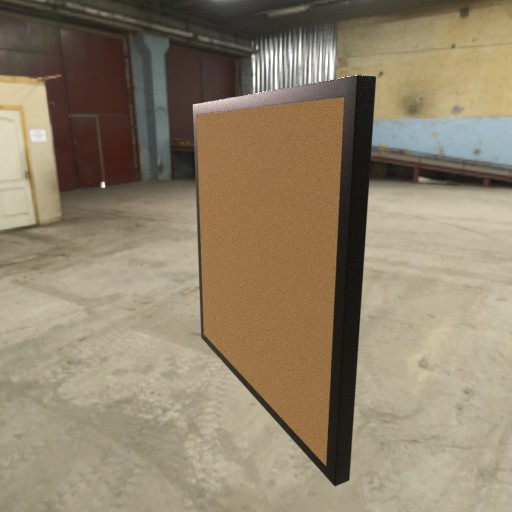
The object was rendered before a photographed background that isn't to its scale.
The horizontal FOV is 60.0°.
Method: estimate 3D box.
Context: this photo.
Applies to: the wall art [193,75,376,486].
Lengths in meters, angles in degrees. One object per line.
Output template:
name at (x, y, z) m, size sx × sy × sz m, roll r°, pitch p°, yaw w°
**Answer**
wall art at (0.000, 0.000, 1.109) m, size 0.038 × 0.761 × 0.755 m, roll -8°, pitch 17°, yaw -26°
